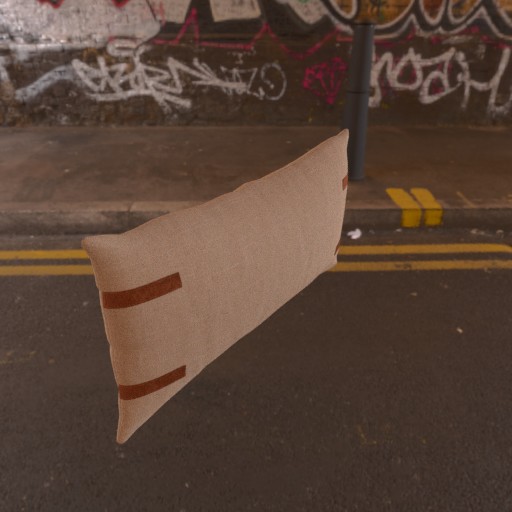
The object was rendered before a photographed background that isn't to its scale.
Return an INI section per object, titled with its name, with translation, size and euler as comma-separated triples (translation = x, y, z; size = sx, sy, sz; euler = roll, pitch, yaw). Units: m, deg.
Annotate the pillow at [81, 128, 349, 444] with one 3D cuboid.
[pillow]
translation = 0.000, 0.000, 0.734
size = 0.148, 0.308, 0.612
euler = 20, 34, 32
